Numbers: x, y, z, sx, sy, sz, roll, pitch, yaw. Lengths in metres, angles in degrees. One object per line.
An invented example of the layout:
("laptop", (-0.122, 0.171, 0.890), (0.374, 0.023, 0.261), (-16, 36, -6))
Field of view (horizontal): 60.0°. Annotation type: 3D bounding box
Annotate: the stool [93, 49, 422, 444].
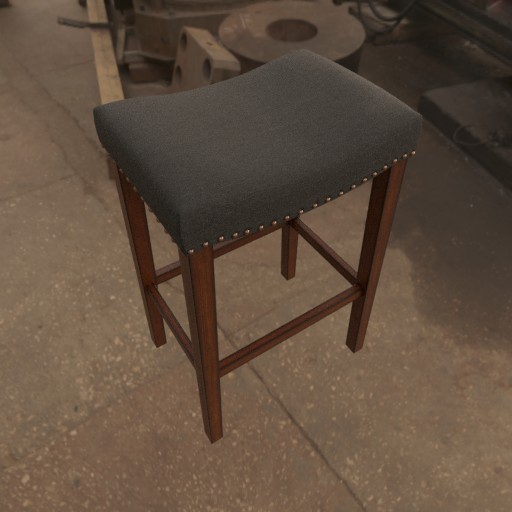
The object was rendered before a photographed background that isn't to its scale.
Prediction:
("stool", (0.000, 0.000, 1.029), (0.502, 0.760, 0.366), (-25, 52, -22))
